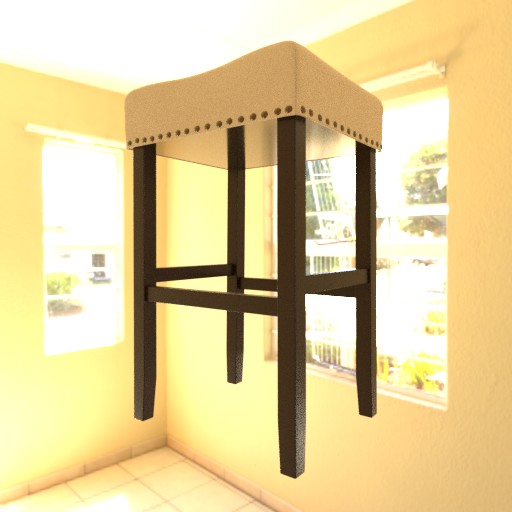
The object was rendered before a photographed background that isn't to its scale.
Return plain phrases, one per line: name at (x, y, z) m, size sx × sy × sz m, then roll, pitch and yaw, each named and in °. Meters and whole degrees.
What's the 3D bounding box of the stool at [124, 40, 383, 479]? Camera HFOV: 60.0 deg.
stool at (0.000, 0.000, 1.043) m, size 0.471 × 0.762 × 0.401 m, roll 1°, pitch 2°, yaw 37°
